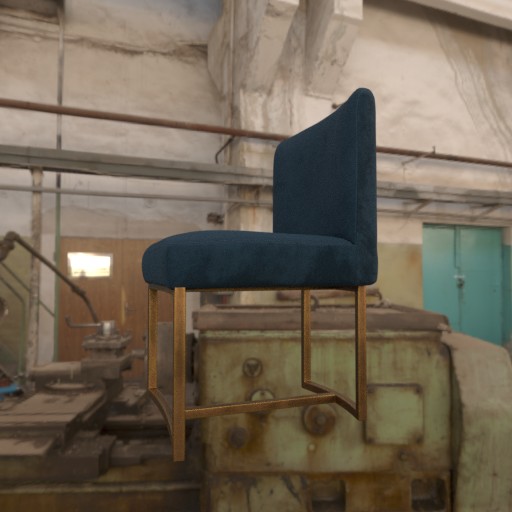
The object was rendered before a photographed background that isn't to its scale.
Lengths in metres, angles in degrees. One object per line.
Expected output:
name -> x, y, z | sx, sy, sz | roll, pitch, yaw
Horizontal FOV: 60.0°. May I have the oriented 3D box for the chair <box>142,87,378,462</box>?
chair -> 0.000, 0.000, 1.195 | 0.560, 0.824, 0.530 | 1, -2, -19
